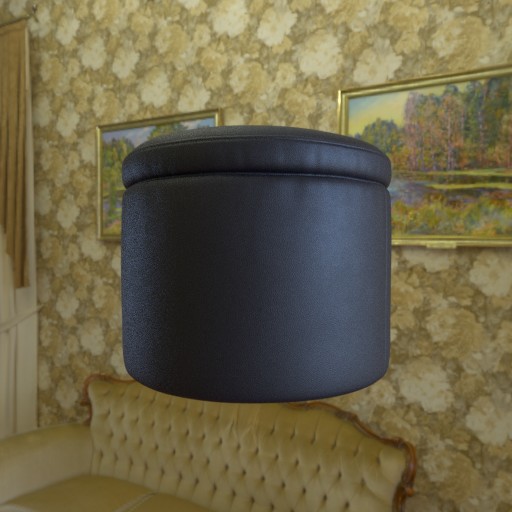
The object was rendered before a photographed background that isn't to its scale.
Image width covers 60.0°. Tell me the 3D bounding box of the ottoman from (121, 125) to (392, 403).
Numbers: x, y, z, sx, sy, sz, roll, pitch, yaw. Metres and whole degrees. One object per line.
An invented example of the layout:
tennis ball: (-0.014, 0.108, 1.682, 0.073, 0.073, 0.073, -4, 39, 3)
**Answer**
ottoman: (0.000, 0.000, 0.859, 0.501, 0.409, 0.501, 0, 1, 0)
